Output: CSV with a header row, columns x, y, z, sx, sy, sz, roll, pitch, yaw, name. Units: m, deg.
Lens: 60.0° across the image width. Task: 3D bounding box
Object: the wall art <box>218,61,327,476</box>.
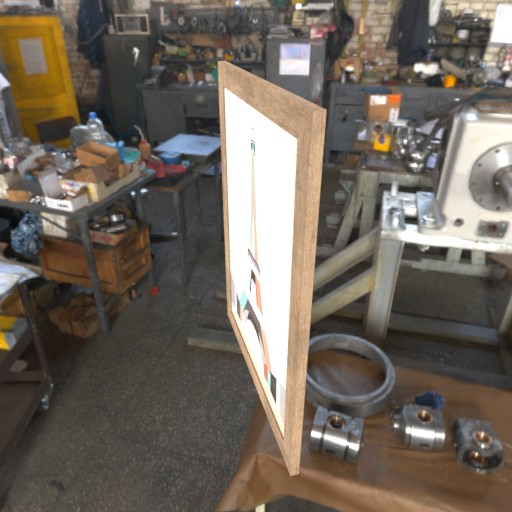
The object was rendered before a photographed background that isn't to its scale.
x,y,z,sx,sy,sz,roll,pitch,yaw,name
0.000,0.000,0.913,0.018,0.686,0.534,-8,31,-14,wall art
